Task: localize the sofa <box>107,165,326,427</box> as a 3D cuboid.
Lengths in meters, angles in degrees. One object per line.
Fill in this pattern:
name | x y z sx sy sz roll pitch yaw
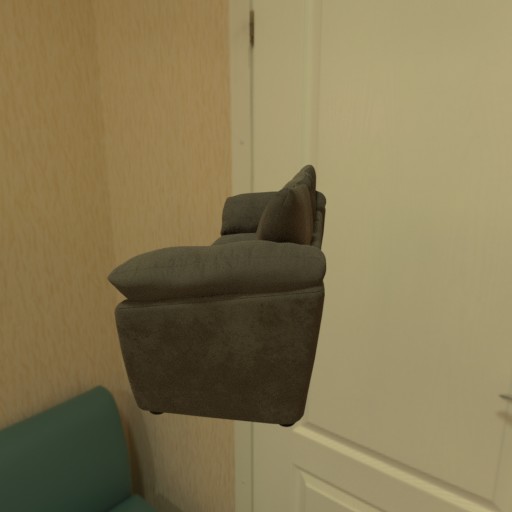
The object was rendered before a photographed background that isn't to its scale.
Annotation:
sofa | 0.000 0.000 2.856 0.878 1.073 2.336 2 15 8
